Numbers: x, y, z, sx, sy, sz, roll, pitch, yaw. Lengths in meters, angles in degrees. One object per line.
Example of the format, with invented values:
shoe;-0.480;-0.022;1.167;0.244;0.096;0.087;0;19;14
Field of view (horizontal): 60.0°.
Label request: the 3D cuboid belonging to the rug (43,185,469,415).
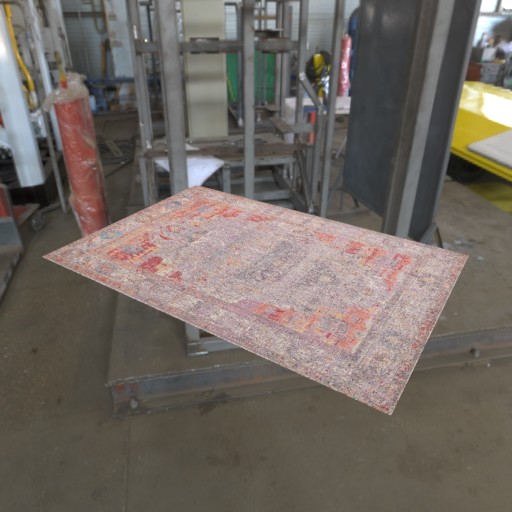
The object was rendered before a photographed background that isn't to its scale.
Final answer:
rug;0.000;0.000;2.285;1.829;0.005;1.219;18;35;28
